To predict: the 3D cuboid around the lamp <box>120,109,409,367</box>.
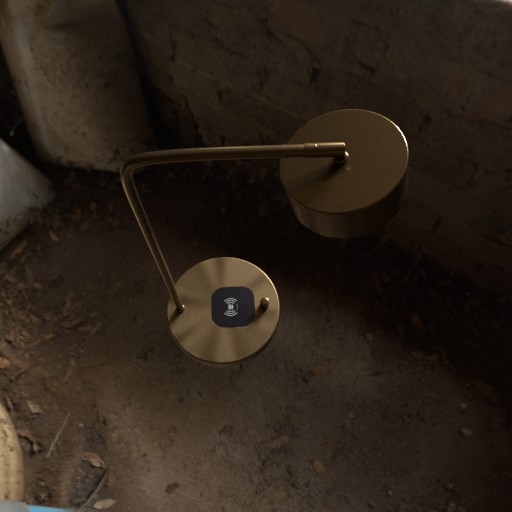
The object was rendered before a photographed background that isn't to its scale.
[{"bbox_3d":[0.000,0.000,0.525,0.270,0.380,0.171,-2,63,-1],"label":"lamp"}]
